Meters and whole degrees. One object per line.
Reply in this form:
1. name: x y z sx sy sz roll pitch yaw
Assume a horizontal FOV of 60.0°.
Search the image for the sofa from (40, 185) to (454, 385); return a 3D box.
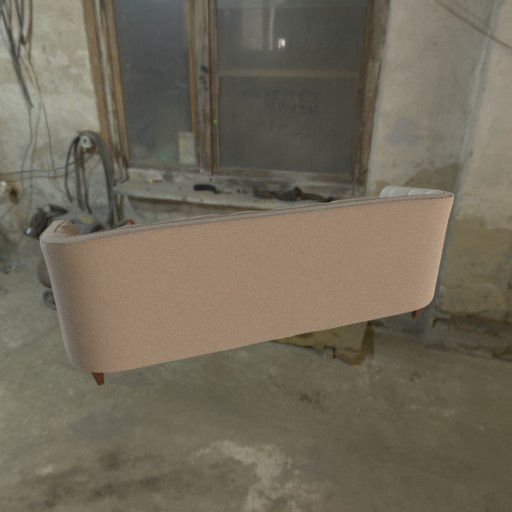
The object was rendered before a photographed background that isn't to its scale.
1. sofa: 0.000 0.000 2.711 2.278 0.855 0.941 -8 26 -17
